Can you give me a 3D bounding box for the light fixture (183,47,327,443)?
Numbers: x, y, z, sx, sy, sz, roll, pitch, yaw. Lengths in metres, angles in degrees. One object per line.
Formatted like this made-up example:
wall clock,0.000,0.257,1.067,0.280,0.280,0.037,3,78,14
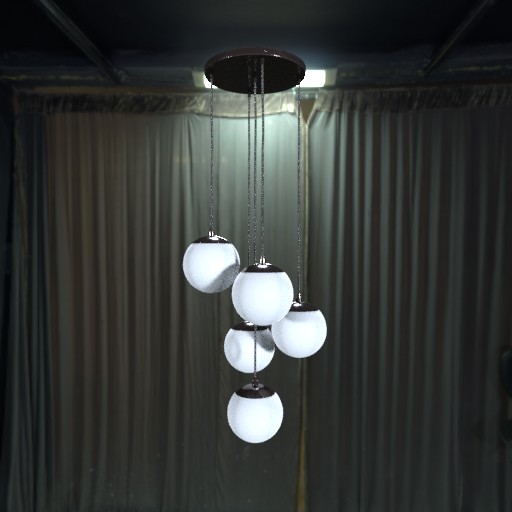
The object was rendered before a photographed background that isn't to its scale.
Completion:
light fixture,0.000,0.000,1.524,0.489,1.271,0.484,0,1,1
